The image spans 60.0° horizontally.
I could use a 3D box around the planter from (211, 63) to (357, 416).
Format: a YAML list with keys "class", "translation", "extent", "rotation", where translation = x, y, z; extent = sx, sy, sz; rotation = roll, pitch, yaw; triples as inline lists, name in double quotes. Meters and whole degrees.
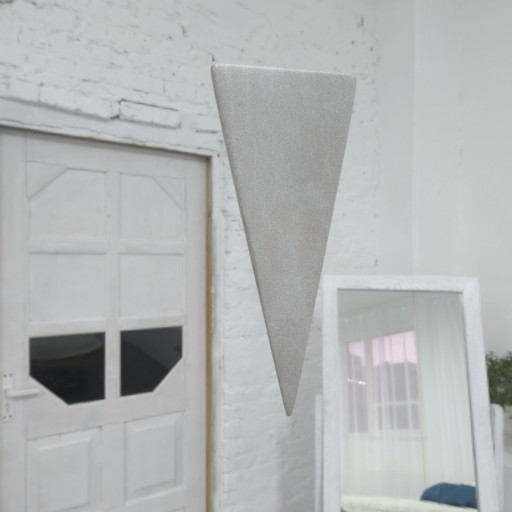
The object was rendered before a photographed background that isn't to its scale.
- class: "planter"
  translation: [0.000, 0.000, 0.160]
  extent: [0.058, 0.130, 0.047]
  rotation: [1, 1, 36]
